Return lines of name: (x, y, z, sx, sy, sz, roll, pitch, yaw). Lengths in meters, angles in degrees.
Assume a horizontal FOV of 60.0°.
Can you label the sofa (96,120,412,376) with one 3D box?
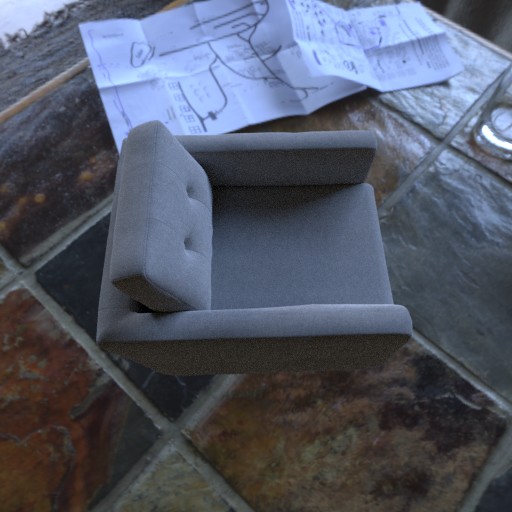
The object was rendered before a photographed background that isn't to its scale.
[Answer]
sofa: (0.000, 0.000, 1.582, 0.920, 0.860, 0.770, -2, 64, -1)
